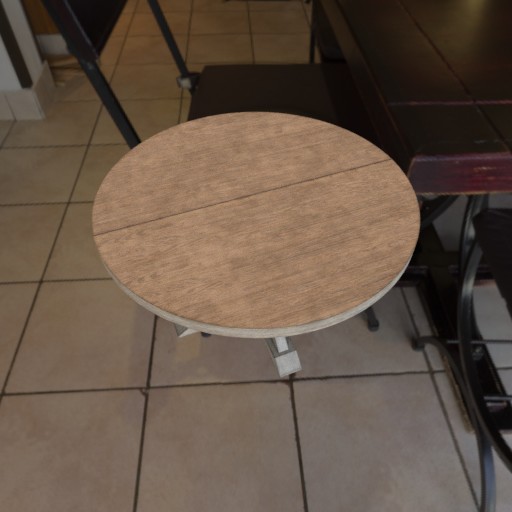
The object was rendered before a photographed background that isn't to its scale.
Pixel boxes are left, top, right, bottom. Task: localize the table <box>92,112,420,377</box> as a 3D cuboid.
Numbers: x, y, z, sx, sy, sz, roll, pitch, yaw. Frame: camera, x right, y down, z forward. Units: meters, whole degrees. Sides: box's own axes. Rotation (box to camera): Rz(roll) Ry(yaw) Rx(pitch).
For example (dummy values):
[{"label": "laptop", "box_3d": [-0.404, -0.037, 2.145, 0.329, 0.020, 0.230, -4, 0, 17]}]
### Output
[{"label": "table", "box_3d": [0.000, 0.000, 2.176, 1.363, 0.781, 1.363, 0, 47, 0]}]
